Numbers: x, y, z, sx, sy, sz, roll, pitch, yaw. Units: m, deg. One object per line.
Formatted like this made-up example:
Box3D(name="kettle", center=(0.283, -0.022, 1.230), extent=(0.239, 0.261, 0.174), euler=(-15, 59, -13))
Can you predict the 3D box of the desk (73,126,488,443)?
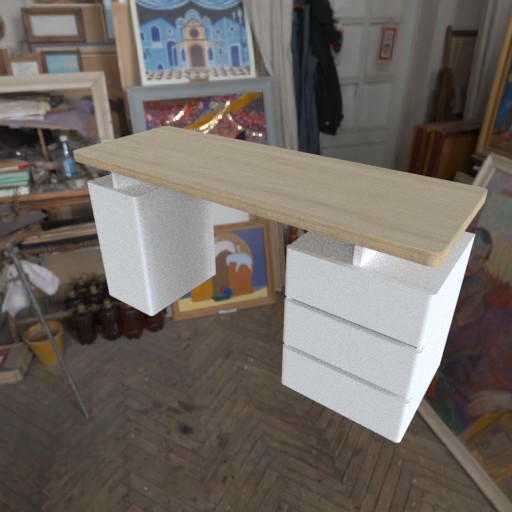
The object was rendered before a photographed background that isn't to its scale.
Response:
Box3D(name="desk", center=(0.000, 0.000, 1.834), extent=(1.500, 0.755, 0.550), euler=(20, 35, 31))
